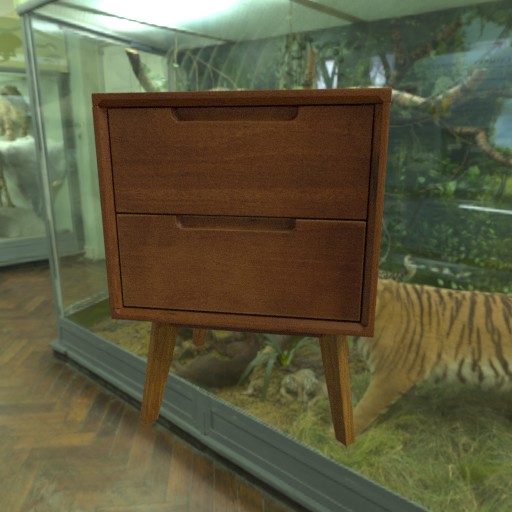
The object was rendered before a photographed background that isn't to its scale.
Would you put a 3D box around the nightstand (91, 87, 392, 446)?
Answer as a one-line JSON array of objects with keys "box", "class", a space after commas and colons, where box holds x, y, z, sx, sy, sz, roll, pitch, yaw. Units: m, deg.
[{"box": [0.000, 0.000, 0.937, 0.460, 0.618, 0.411, 2, 15, 9], "class": "nightstand"}]
